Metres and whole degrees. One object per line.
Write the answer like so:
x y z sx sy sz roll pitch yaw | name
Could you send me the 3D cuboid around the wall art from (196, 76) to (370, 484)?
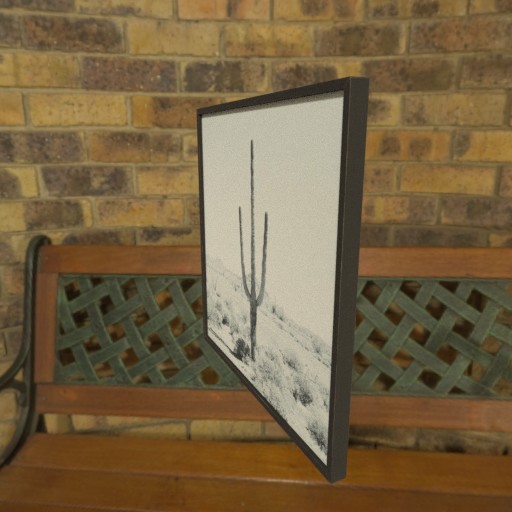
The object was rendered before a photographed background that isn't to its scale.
0.000 0.000 1.131 0.038 0.762 0.762 -7 16 -25 | wall art
